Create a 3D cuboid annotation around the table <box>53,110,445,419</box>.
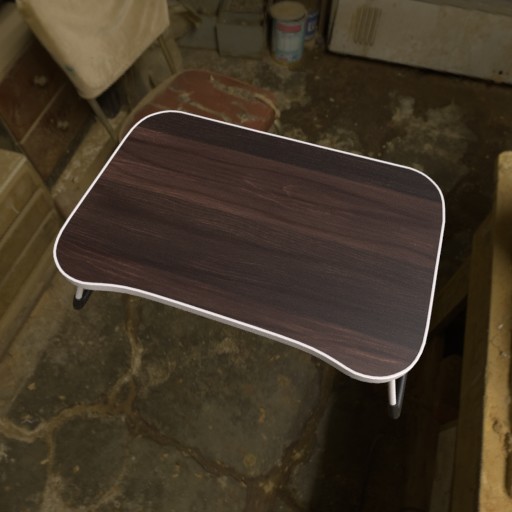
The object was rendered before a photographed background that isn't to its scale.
[{"bbox_3d":[0.000,0.000,0.835,0.660,0.232,0.400,17,60,10],"label":"table"}]
